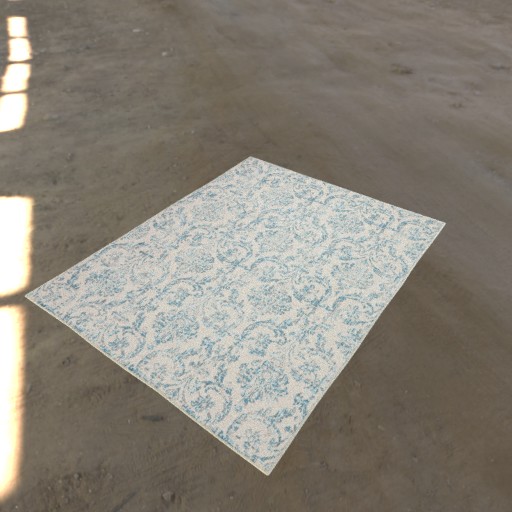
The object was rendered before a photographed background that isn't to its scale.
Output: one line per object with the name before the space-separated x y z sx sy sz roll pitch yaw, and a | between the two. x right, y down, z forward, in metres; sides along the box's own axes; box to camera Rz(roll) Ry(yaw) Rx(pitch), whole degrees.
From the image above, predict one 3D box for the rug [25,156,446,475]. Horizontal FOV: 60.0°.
rug | 0.000 0.000 3.898 2.363 0.012 2.980 25 46 27
